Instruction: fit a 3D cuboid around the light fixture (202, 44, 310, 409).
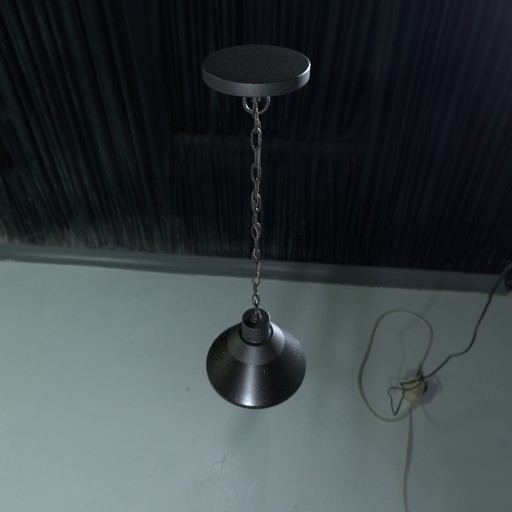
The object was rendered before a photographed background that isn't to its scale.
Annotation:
[{"bbox_3d":[0.000,0.000,0.693,0.201,0.588,0.201,1,43,1],"label":"light fixture"}]
